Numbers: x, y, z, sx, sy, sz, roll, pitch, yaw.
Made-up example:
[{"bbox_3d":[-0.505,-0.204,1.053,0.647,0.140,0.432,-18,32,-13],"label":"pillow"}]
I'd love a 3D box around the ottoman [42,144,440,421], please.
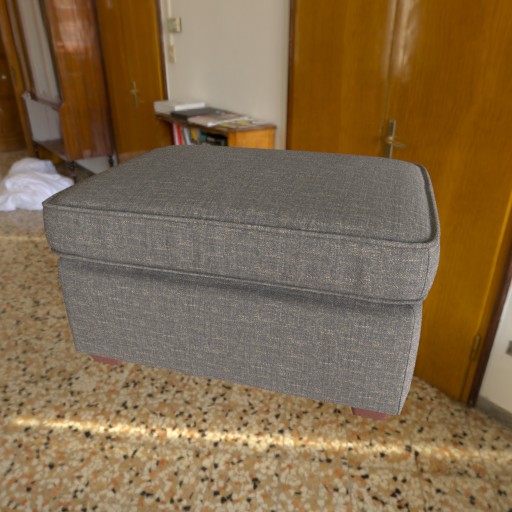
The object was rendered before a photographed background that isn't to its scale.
[{"bbox_3d":[0.000,0.000,1.056,0.749,0.450,0.549,7,27,14],"label":"ottoman"}]
